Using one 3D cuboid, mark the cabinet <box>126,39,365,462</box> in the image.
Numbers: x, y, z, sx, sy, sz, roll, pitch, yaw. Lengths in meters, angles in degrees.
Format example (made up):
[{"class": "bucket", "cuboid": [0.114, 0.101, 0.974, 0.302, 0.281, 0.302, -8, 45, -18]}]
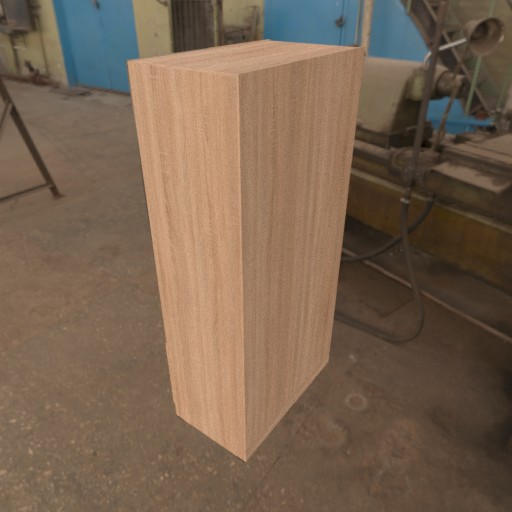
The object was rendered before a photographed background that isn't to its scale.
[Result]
[{"class": "cabinet", "cuboid": [0.000, 0.000, 2.521, 0.590, 2.121, 1.001, 21, 37, 30]}]
